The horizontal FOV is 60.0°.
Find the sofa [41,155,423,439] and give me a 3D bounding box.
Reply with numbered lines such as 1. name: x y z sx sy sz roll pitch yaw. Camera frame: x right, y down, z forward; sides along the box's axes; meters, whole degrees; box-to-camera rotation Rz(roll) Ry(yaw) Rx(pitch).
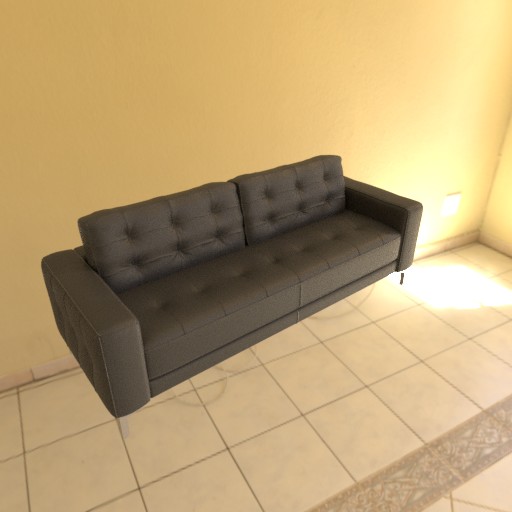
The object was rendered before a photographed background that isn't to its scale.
1. sofa: 0.000 0.000 2.731 2.275 0.893 0.833 -21 35 -33
